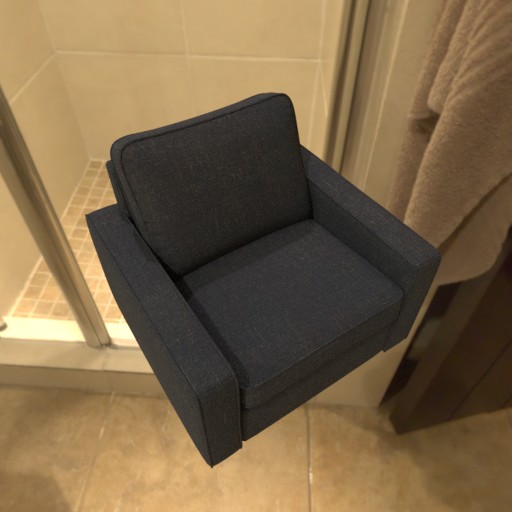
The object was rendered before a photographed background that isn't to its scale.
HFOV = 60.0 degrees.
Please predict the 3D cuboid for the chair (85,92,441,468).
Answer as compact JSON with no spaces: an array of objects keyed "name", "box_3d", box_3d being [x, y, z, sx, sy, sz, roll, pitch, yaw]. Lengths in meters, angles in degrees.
[{"name":"chair","box_3d":[0.000,0.000,1.711,1.017,0.919,0.940,-26,52,-22]}]
